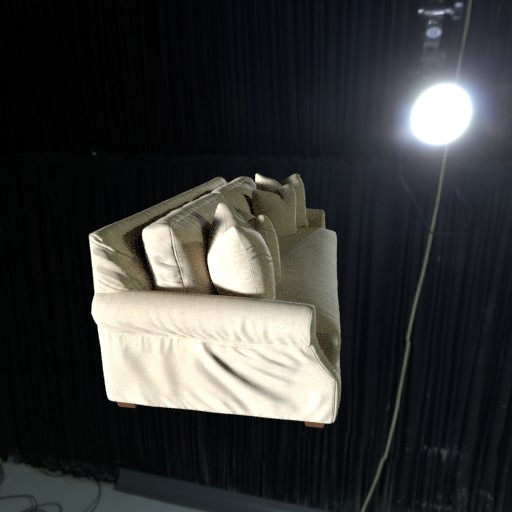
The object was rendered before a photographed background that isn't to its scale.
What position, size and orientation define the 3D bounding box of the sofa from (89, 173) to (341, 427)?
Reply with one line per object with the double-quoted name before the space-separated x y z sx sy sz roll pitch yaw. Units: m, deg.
"sofa" 0.000 0.000 2.837 1.067 0.904 2.285 3 16 9
